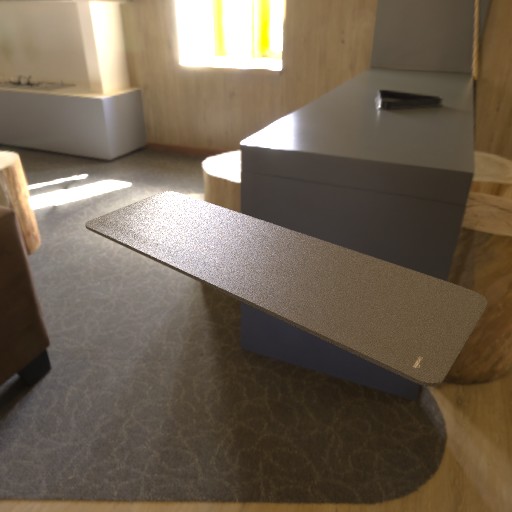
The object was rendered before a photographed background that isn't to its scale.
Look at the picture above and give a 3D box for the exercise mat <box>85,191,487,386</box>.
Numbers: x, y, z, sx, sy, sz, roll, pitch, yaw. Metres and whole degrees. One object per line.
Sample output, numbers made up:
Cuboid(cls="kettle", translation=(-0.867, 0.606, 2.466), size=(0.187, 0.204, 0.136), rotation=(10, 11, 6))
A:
Cuboid(cls="exercise mat", translation=(0.000, 0.000, 2.052), size=(1.884, 0.021, 0.616), rotation=(21, 36, 32))
